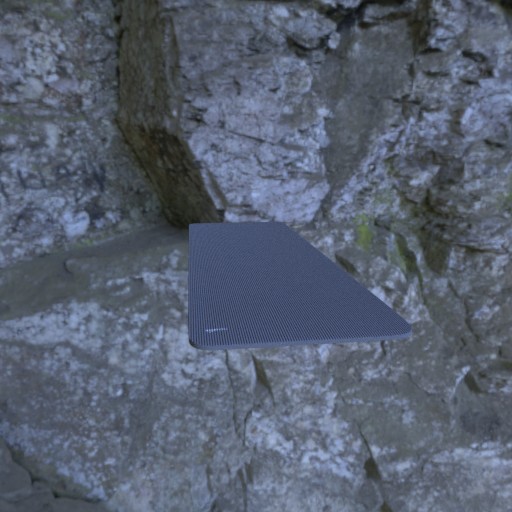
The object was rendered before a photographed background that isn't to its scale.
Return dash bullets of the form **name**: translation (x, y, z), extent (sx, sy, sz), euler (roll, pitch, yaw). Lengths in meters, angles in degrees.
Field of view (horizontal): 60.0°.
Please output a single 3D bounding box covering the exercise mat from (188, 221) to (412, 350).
- **exercise mat**: translation (0.000, 0.000, 2.052), extent (0.616, 0.021, 1.884), euler (-2, 14, -8)
